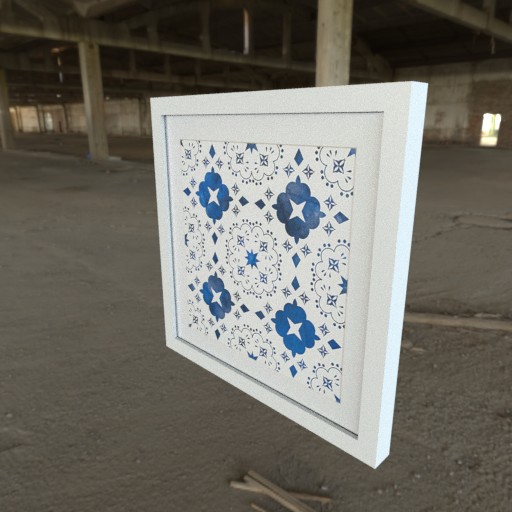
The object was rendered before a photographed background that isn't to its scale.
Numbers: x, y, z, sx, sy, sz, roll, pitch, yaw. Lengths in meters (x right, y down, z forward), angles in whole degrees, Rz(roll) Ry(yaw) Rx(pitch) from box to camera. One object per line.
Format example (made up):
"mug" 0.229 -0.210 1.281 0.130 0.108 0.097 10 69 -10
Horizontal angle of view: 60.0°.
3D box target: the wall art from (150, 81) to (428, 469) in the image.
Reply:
"wall art" 0.000 0.000 0.511 0.355 0.355 0.027 16 23 42
